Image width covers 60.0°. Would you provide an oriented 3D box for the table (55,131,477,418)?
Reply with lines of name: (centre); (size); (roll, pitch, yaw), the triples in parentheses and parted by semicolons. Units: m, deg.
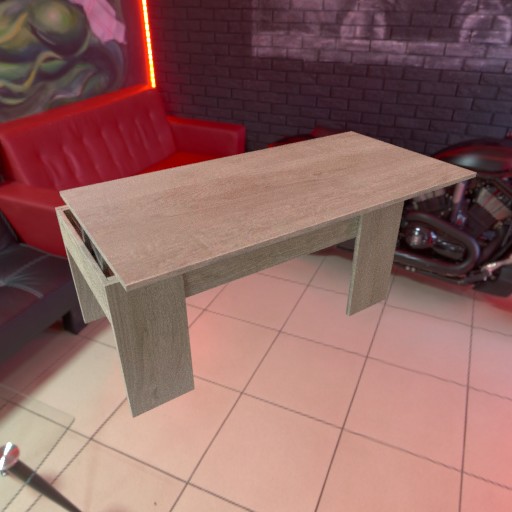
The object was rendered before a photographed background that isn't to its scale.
table: (0.000, 0.000, 1.397); (1.000, 0.570, 0.711); (-19, 36, -28)
